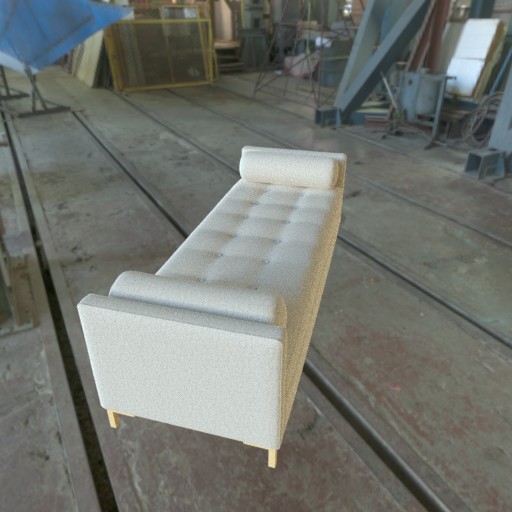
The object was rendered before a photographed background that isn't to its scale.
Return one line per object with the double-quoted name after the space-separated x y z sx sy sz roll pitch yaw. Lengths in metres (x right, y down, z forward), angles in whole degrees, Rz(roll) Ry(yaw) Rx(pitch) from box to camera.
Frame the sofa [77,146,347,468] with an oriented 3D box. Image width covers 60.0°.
0.000 0.000 2.385 0.746 0.641 1.985 8 31 13 "sofa"
